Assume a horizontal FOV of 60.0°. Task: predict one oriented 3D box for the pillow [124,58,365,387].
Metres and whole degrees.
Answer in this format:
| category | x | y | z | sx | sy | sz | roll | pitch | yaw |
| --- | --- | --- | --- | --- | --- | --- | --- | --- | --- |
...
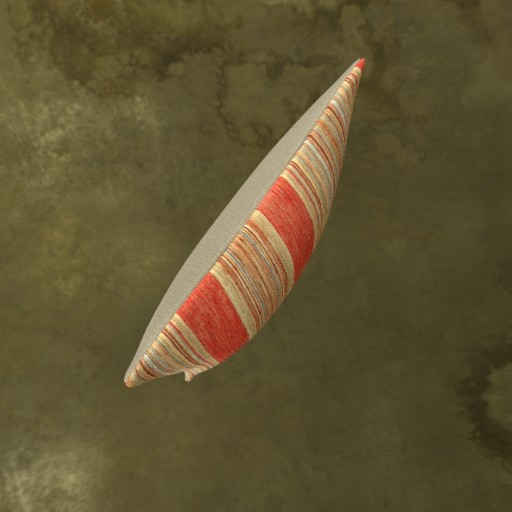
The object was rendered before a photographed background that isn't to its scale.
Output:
| category | x | y | z | sx | sy | sz | roll | pitch | yaw |
| --- | --- | --- | --- | --- | --- | --- | --- | --- | --- |
| pillow | 0.000 | 0.000 | 0.651 | 0.136 | 0.419 | 0.437 | 33 | 77 | 8 |
